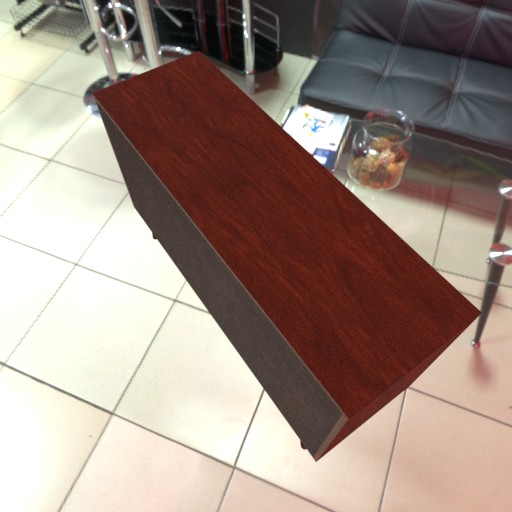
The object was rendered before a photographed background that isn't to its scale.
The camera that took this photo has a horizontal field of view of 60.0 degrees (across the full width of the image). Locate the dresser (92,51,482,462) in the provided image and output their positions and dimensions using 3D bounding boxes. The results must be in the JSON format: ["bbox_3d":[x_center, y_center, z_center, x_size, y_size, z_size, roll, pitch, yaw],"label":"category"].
[{"bbox_3d":[0.000,0.000,1.826,0.500,0.889,1.472,-31,62,-18],"label":"dresser"}]
